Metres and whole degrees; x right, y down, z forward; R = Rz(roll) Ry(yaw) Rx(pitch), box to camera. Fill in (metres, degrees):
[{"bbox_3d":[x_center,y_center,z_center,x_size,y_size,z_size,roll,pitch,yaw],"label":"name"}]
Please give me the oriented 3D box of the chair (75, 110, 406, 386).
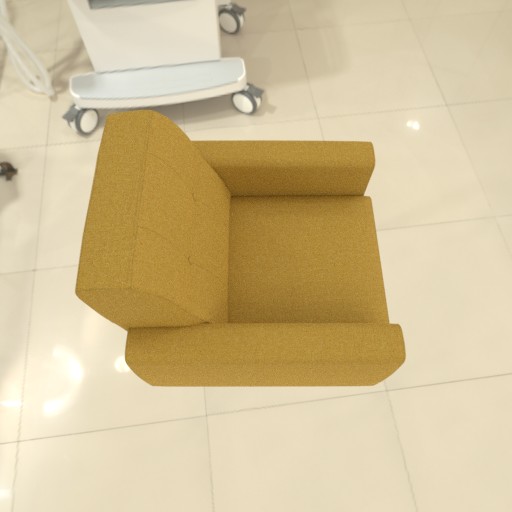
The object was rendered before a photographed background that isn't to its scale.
[{"bbox_3d":[0.000,0.000,1.563,0.909,0.841,0.831,0,64,0],"label":"chair"}]
